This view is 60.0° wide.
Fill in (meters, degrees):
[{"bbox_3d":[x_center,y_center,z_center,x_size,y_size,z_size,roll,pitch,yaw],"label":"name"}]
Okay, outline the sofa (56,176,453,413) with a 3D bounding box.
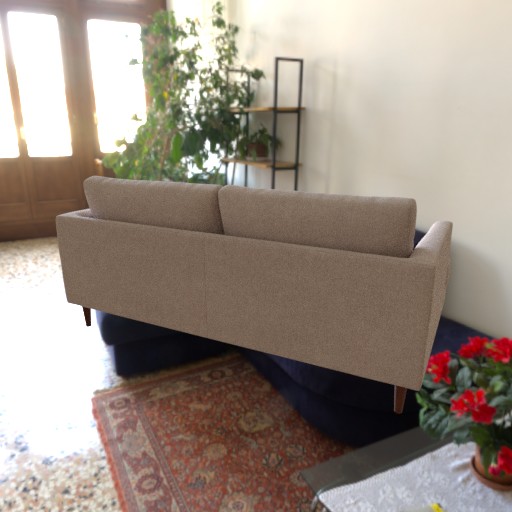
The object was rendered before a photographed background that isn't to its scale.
[{"bbox_3d":[0.000,0.000,2.460,1.948,0.868,1.020,8,19,26],"label":"sofa"}]
